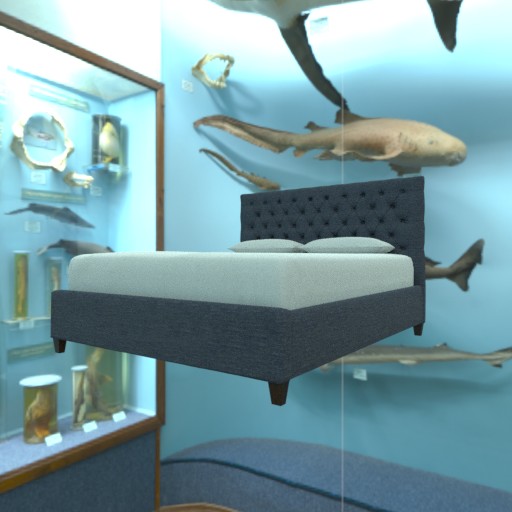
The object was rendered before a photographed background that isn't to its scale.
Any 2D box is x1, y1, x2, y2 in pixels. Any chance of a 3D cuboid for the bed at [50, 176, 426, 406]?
[{"bbox_3d":[0.000,0.000,3.632,2.078,1.427,2.387,0,0,36],"label":"bed"}]
